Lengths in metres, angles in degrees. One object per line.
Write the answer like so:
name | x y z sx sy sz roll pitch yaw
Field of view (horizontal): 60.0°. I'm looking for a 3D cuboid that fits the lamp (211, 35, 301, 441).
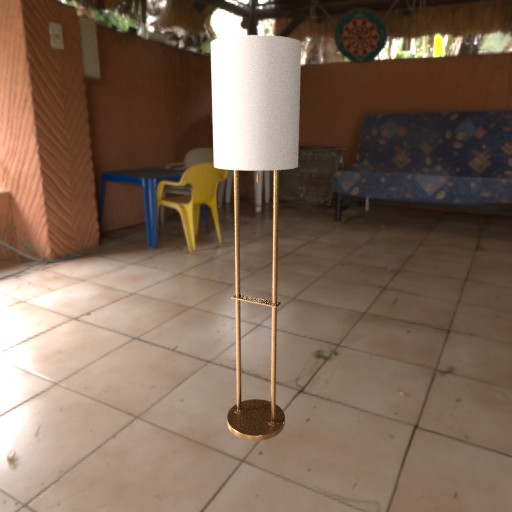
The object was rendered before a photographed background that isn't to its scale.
lamp | 0.000 0.000 1.714 0.306 1.500 0.305 9 19 27
